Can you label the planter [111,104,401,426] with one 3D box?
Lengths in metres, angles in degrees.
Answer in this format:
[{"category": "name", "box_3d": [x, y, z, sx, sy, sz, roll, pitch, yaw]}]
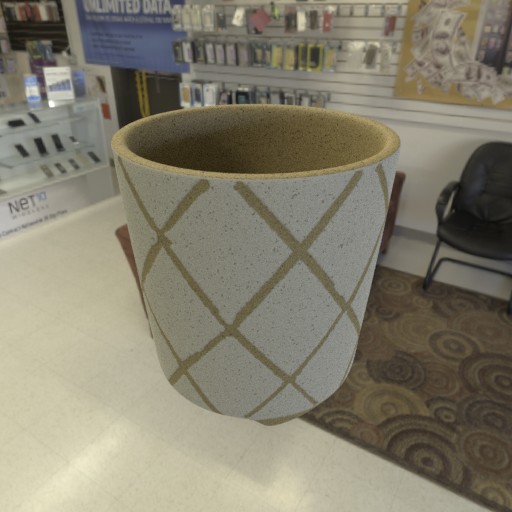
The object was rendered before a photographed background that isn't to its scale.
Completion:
[{"category": "planter", "box_3d": [0.000, 0.000, 0.418, 0.228, 0.235, 0.228, 0, 30, 0]}]
